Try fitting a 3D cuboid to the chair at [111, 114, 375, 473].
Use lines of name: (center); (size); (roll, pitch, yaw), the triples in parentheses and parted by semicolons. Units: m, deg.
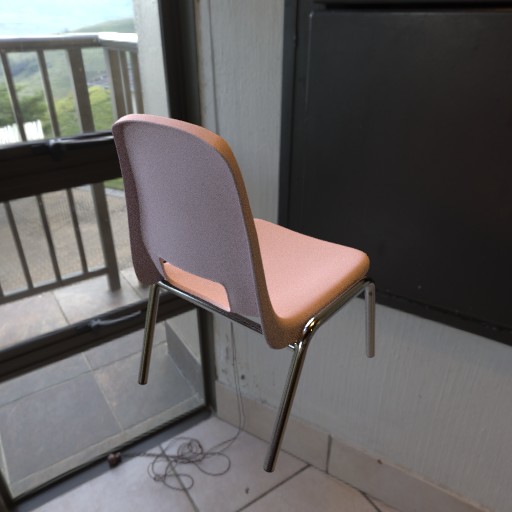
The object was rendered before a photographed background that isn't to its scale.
chair: (0.000, 0.000, 0.783); (0.354, 0.536, 0.385); (20, 35, 32)
